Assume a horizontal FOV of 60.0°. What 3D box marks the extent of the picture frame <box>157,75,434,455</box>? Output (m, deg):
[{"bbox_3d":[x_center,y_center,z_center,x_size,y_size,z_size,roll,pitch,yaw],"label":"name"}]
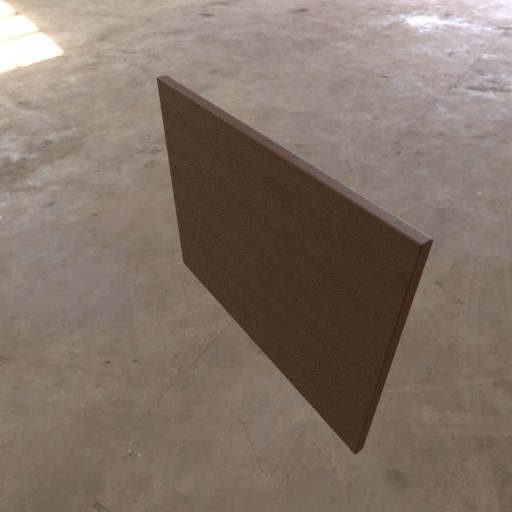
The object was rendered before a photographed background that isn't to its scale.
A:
[{"bbox_3d":[0.000,0.000,1.742,0.045,1.018,1.329,-25,47,-26],"label":"picture frame"}]
